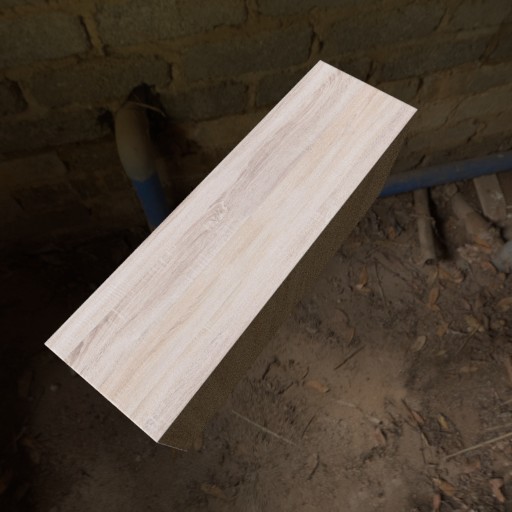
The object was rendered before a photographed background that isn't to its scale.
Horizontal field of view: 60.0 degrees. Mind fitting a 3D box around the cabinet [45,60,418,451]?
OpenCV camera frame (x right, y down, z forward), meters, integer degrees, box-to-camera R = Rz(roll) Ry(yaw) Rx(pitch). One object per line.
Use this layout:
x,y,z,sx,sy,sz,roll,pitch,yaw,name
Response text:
0.000,0.000,2.029,0.500,0.780,1.650,34,69,15,cabinet
